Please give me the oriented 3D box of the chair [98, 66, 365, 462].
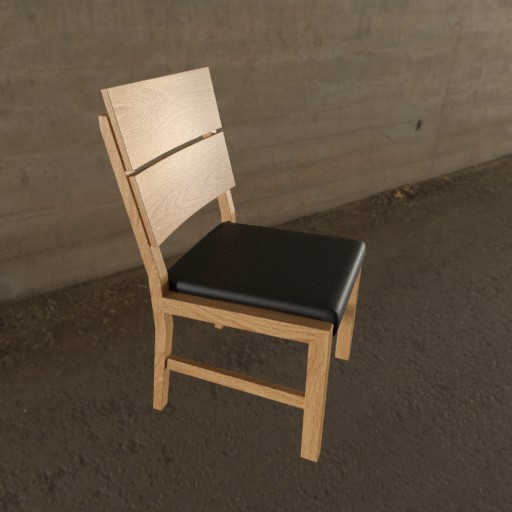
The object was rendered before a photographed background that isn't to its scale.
[{"bbox_3d":[0.000,0.000,1.279,0.569,0.950,0.475,11,30,19],"label":"chair"}]
